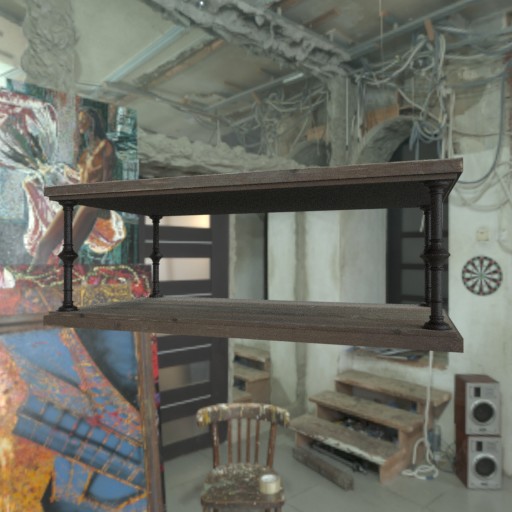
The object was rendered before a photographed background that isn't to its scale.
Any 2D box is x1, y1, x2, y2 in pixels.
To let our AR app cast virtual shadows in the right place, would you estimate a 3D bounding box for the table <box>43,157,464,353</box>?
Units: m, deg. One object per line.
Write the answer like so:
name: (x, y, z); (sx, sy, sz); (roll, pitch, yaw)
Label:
table: (0.000, 0.000, 1.343); (1.088, 0.399, 0.554); (0, 0, 19)
